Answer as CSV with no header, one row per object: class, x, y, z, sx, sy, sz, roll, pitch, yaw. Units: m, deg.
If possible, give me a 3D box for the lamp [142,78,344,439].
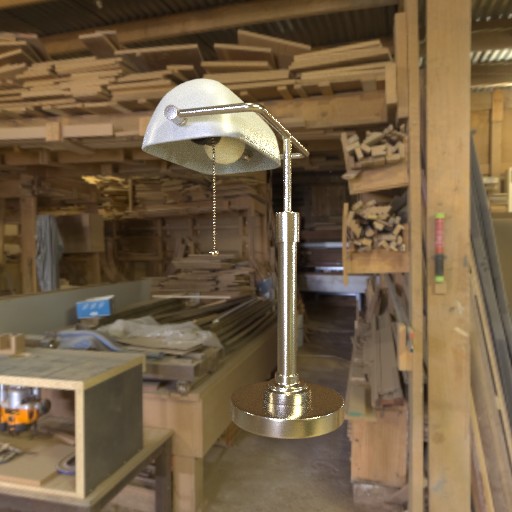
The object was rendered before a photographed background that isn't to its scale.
lamp,0.000,0.000,0.573,0.227,0.404,0.269,0,1,18
